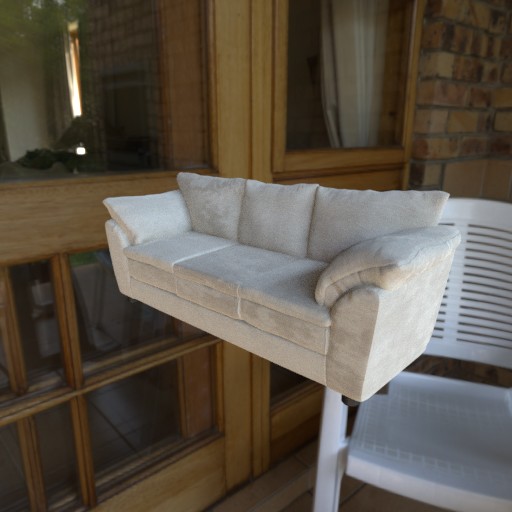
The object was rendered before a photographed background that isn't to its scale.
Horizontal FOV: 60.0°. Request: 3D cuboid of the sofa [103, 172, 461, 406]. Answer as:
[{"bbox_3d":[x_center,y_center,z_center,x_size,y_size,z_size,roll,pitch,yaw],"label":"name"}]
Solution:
[{"bbox_3d":[0.000,0.000,2.878,2.377,0.981,0.893,14,21,41],"label":"sofa"}]
